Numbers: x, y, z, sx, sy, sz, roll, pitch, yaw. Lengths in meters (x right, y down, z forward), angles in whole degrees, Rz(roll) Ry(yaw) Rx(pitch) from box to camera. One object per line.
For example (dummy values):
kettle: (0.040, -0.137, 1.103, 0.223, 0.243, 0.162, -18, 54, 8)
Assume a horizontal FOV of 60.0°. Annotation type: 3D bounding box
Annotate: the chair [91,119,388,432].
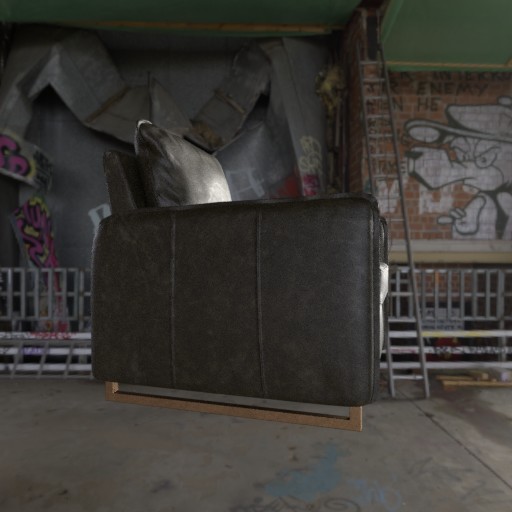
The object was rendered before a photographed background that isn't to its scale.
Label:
chair: (0.000, 0.000, 1.626, 0.921, 0.921, 0.830, 0, 0, 18)
